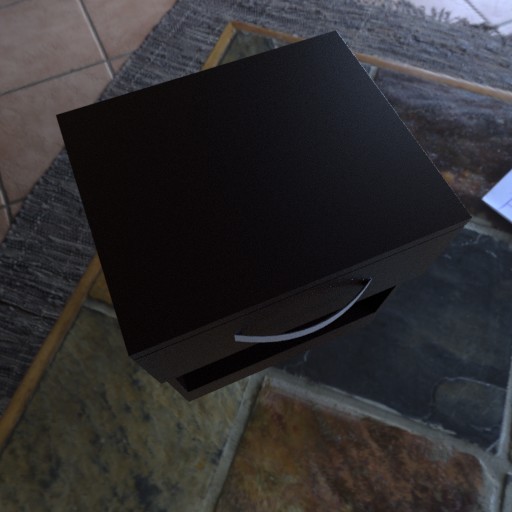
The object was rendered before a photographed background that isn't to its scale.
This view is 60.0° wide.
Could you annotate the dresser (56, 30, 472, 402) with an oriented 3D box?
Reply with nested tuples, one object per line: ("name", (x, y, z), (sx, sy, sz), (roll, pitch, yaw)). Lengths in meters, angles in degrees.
("dresser", (0.000, 0.000, 0.738), (0.400, 0.470, 0.360), (-21, 67, -10))
